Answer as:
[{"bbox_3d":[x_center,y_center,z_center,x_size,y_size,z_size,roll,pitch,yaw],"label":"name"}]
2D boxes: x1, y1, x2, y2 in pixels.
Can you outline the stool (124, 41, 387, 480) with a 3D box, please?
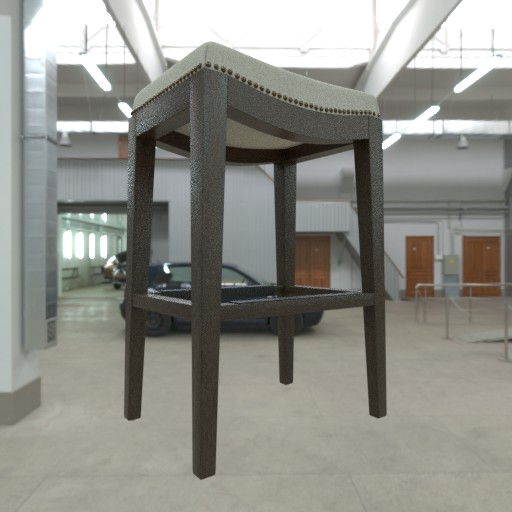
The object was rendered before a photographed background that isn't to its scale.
[{"bbox_3d":[0.000,0.000,1.031,0.498,0.759,0.358,0,0,-37],"label":"stool"}]
